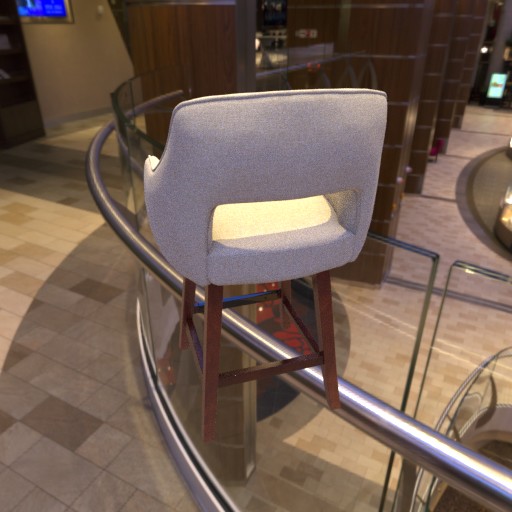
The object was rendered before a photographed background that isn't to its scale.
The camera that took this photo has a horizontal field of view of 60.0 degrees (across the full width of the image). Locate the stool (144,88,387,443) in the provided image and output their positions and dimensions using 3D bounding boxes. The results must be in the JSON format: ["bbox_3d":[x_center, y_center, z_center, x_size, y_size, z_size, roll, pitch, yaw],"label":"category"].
[{"bbox_3d":[0.000,0.000,1.232,0.550,0.936,0.560,-8,29,-15],"label":"stool"}]
